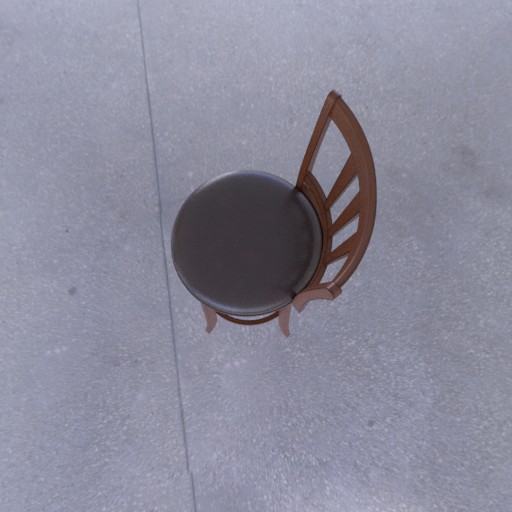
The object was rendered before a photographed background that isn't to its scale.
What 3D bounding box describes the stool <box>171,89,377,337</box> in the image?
[{"bbox_3d":[0.000,0.000,1.473,0.503,1.177,0.464,3,75,1],"label":"stool"}]
